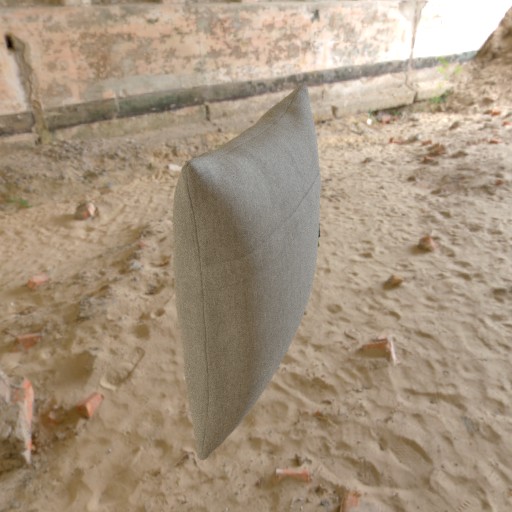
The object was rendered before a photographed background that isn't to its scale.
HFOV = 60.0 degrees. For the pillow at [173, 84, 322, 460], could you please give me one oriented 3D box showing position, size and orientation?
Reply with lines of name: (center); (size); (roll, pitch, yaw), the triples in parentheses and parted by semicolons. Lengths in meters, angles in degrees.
pillow: (0.000, 0.000, 0.683); (0.173, 0.436, 0.433); (10, 32, 16)
